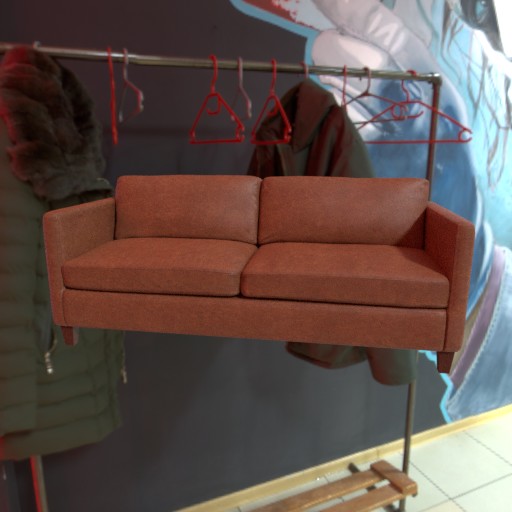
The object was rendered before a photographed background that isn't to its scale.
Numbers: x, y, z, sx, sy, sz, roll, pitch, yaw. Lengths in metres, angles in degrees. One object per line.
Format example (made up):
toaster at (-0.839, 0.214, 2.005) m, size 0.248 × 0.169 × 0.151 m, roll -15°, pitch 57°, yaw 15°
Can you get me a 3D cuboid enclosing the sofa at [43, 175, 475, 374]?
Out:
sofa at (0.000, 0.000, 2.686) m, size 2.204 × 0.932 × 0.950 m, roll 2°, pitch 14°, yaw 9°
